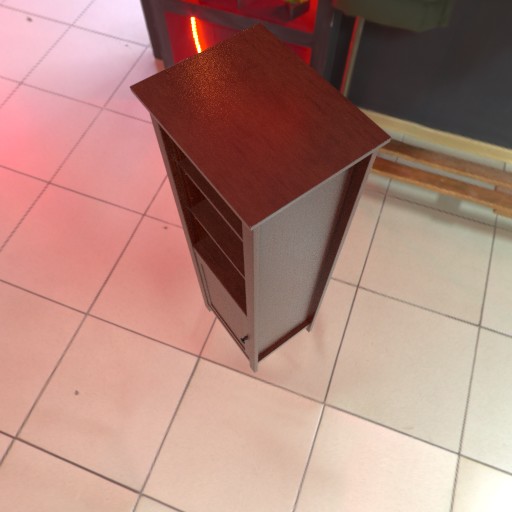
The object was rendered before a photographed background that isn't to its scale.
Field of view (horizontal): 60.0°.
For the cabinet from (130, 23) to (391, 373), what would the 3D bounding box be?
[{"bbox_3d":[0.000,0.000,1.724,0.401,1.518,0.500,-34,68,-16],"label":"cabinet"}]
